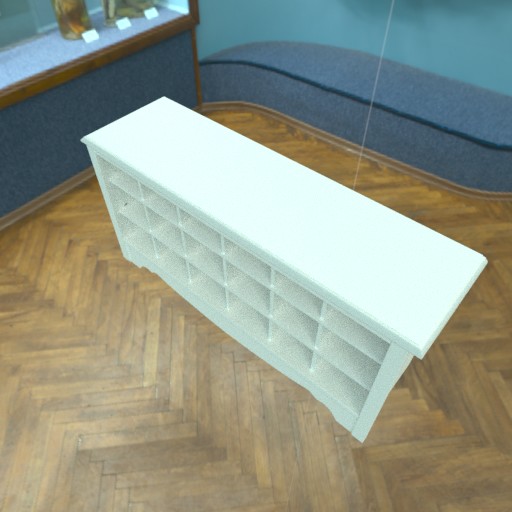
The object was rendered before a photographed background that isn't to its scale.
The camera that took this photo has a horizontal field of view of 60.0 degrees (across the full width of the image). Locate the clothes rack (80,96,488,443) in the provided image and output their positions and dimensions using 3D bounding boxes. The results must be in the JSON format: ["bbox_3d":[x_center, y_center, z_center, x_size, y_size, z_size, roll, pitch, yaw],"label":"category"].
[{"bbox_3d":[0.000,0.000,1.363,1.120,0.531,0.324,33,56,26],"label":"clothes rack"}]
